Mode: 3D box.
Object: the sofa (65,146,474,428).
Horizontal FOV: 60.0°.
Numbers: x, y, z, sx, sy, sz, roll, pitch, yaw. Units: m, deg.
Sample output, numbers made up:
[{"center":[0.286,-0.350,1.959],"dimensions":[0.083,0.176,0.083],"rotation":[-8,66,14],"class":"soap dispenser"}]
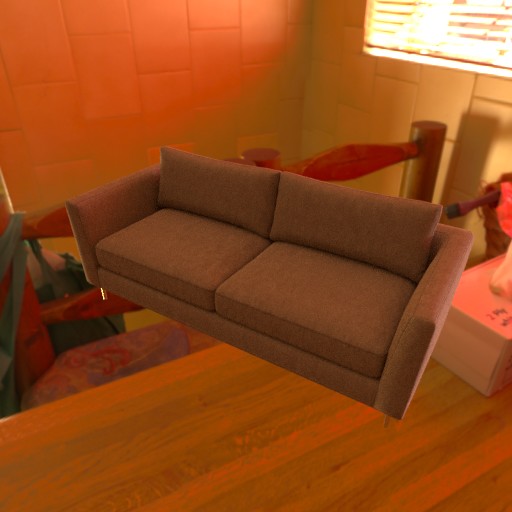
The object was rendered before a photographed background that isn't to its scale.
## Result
[{"center":[0.000,0.000,2.558],"dimensions":[2.121,0.864,0.889],"rotation":[18,35,27],"class":"sofa"}]
